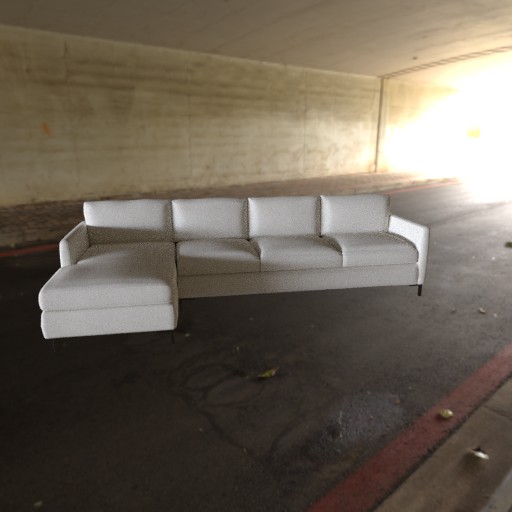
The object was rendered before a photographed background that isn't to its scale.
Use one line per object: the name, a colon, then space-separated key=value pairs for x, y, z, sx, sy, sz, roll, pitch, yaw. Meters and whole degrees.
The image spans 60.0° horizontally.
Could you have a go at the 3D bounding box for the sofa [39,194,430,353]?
sofa: x=0.000 y=0.000 z=3.843 sx=3.186 sy=0.875 sz=1.467 roll=-3 pitch=15 yaw=-10
